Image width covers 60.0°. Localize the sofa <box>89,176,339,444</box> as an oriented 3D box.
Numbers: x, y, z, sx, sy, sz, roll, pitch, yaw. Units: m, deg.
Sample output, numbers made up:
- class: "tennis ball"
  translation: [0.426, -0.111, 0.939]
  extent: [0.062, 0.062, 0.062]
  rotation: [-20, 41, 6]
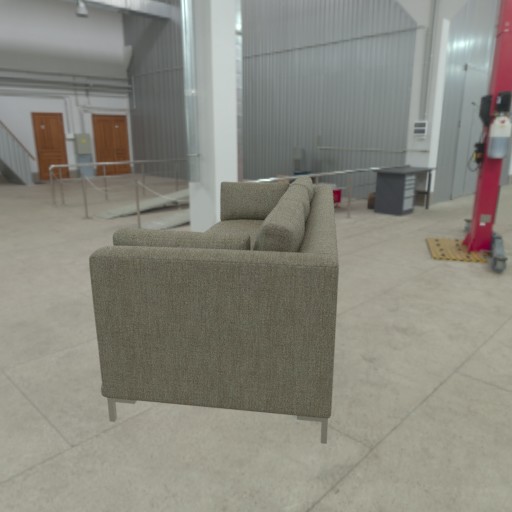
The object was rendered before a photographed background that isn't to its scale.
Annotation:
- class: "sofa"
  translation: [0.000, 0.000, 2.860]
  extent: [0.969, 0.867, 2.415]
  rotation: [2, 16, 9]
